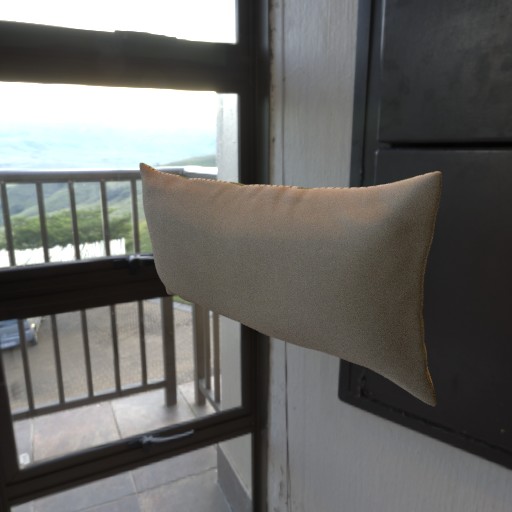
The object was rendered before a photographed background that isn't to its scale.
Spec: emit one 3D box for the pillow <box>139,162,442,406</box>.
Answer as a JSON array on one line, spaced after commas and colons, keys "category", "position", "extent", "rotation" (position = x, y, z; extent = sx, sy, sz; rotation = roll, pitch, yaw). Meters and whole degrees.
[{"category": "pillow", "position": [0.000, 0.000, 0.719], "extent": [0.156, 0.292, 0.608], "rotation": [-13, 18, -42]}]
